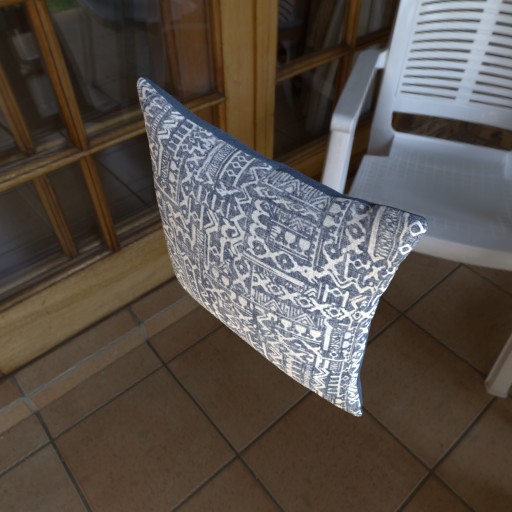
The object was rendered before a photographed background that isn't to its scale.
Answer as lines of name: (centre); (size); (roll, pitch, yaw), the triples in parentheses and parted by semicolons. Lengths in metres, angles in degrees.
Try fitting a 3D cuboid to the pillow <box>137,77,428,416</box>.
pillow: (0.000, 0.000, 0.789); (0.546, 0.487, 0.180); (34, 55, 29)
